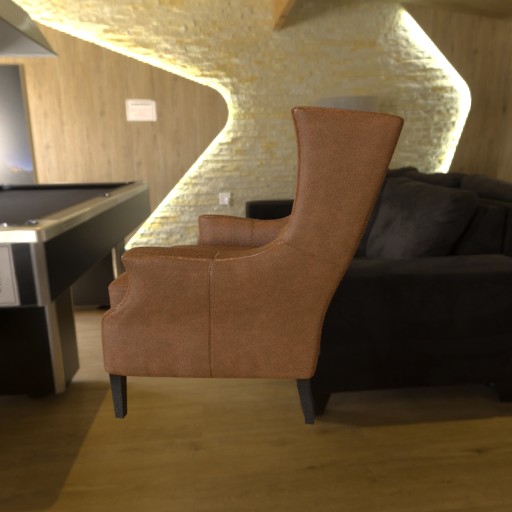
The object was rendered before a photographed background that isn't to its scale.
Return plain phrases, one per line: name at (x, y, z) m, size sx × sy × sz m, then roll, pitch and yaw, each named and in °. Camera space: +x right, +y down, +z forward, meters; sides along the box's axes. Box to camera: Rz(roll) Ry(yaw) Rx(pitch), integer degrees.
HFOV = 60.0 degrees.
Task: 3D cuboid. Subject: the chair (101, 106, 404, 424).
chair at (0.000, 0.000, 1.681) m, size 0.925 × 1.016 × 0.852 m, roll 2°, pitch 14°, yaw 10°
